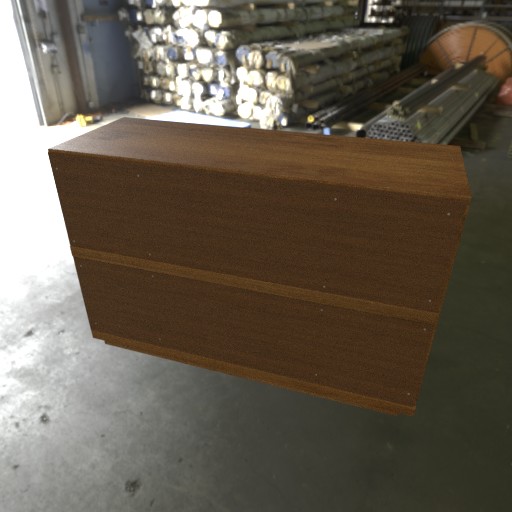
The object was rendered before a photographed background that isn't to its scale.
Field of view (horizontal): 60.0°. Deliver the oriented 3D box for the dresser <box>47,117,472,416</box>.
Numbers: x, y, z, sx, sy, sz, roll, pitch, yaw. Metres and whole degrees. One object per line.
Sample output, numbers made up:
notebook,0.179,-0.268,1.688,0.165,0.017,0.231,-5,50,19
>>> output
dresser,0.000,0.000,1.647,1.261,0.825,0.479,10,32,16
